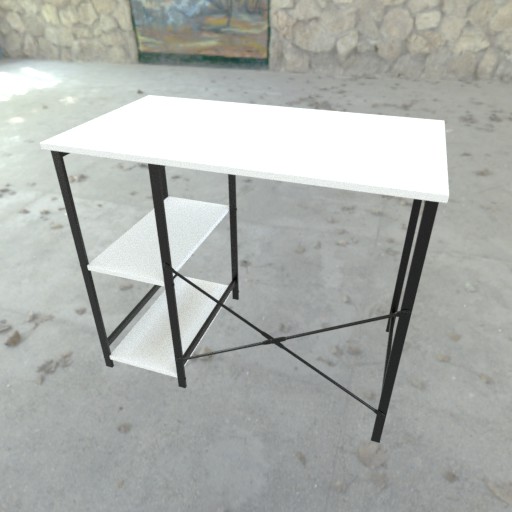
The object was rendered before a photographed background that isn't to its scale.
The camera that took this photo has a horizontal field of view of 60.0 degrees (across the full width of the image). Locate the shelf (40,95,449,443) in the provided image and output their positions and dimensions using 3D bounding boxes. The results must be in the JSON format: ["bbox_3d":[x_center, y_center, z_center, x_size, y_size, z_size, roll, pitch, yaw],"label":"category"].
[{"bbox_3d":[0.000,0.000,1.319,0.902,0.750,0.498,10,34,16],"label":"shelf"}]
